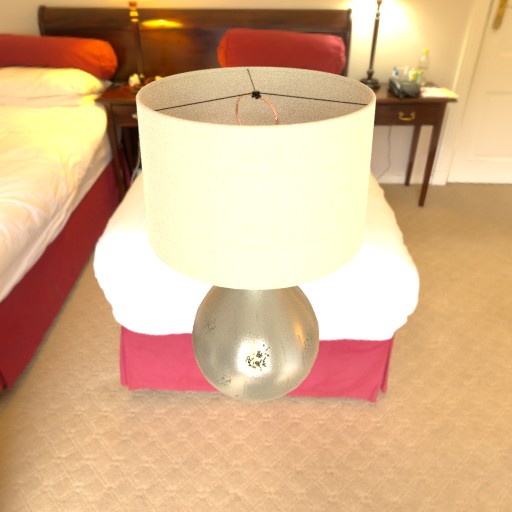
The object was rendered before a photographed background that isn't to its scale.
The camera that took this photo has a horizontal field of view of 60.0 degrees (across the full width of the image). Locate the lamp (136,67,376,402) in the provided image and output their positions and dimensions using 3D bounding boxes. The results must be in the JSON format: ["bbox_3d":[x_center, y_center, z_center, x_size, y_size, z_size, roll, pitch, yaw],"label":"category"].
[{"bbox_3d":[0.000,0.000,0.724,0.330,0.521,0.330,0,34,0],"label":"lamp"}]
